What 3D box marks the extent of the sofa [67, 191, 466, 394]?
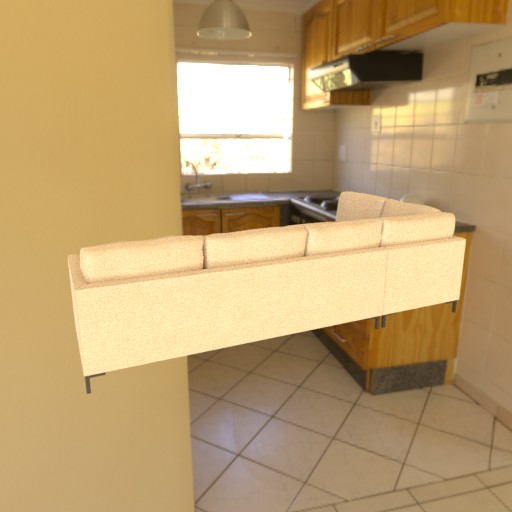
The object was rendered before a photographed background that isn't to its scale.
[{"bbox_3d":[0.000,0.000,4.339,3.384,0.996,2.048,-7,16,-24],"label":"sofa"}]
